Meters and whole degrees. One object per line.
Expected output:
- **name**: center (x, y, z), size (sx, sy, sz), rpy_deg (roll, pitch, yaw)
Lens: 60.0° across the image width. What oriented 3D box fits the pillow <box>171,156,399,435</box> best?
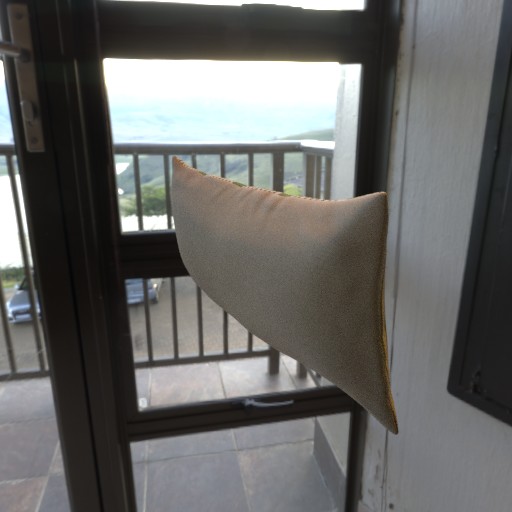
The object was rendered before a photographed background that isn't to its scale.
- **pillow**: center (0.000, 0.000, 0.725), size (0.156, 0.292, 0.608), rpy_deg (-9, 19, -28)
